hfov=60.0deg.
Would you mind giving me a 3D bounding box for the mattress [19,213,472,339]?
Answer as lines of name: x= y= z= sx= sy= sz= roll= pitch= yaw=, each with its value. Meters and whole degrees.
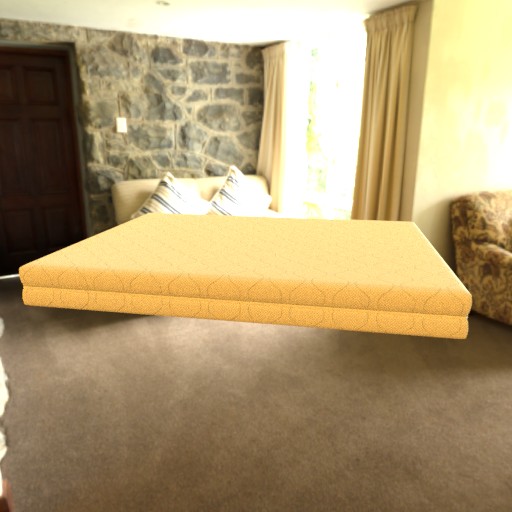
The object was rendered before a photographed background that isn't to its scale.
mattress: x=0.000 y=0.000 z=2.490 sx=1.900 sy=0.200 sz=1.400 roll=3 pitch=16 yaw=10
